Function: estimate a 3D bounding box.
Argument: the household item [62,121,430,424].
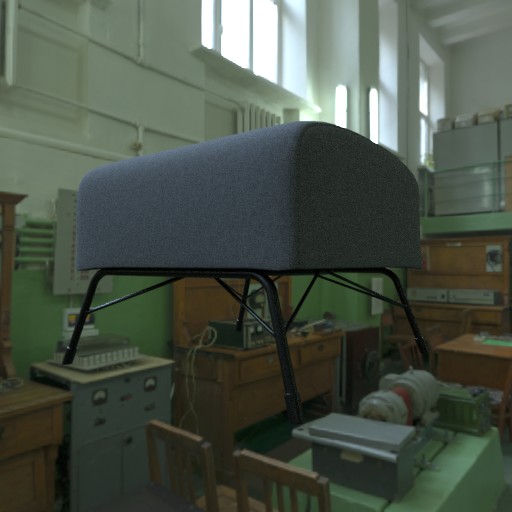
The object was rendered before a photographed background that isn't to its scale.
[{"bbox_3d":[0.000,0.000,0.893,0.530,0.410,0.530,-1,-1,37],"label":"household item"}]
